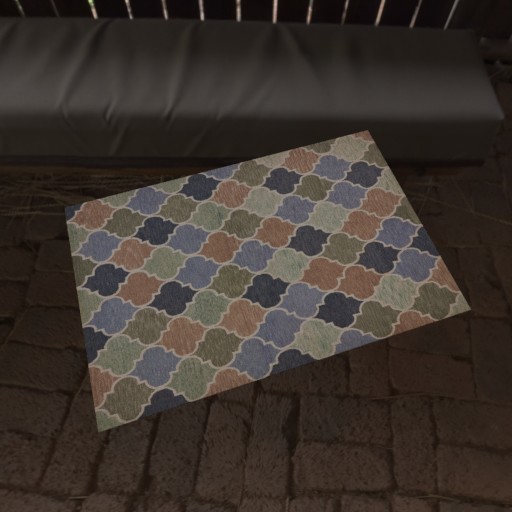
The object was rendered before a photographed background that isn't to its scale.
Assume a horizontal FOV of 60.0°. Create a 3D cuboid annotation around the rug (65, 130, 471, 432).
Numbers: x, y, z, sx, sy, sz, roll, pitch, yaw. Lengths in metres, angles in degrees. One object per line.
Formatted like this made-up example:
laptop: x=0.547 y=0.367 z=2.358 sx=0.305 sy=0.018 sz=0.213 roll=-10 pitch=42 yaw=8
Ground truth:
rug: x=0.000 y=0.000 z=2.892 sx=2.284 sy=0.006 sz=1.521 roll=-16 pitch=64 yaw=-8
